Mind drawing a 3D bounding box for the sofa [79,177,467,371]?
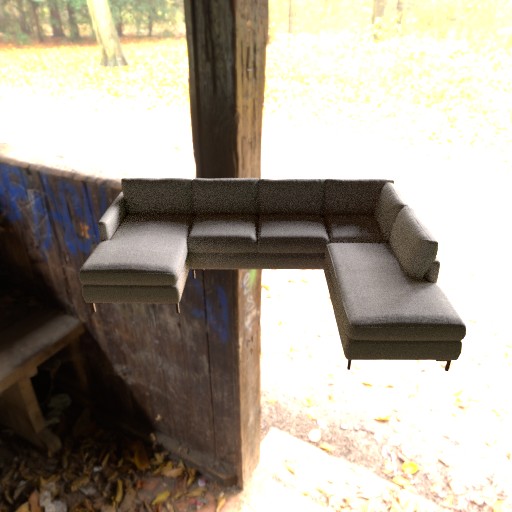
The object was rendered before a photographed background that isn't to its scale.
[{"bbox_3d":[0.000,0.000,3.628,2.737,0.756,1.879,0,30,1],"label":"sofa"}]
